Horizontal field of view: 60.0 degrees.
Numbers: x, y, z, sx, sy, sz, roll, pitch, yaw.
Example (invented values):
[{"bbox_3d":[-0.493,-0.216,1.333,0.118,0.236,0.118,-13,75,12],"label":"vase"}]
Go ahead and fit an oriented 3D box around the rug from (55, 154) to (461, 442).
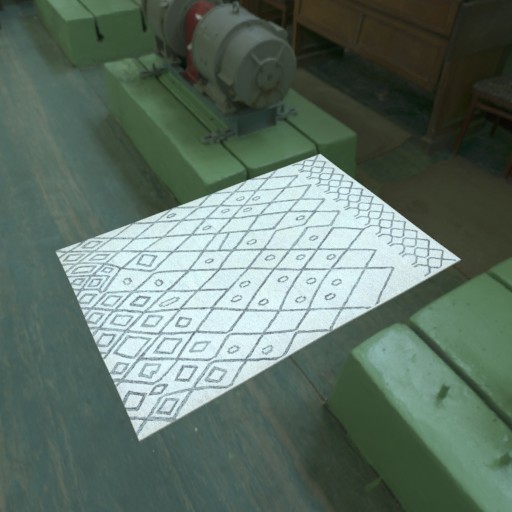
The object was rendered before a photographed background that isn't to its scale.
[{"bbox_3d":[0.000,0.000,2.399,1.828,0.015,1.222,-24,50,-22],"label":"rug"}]
